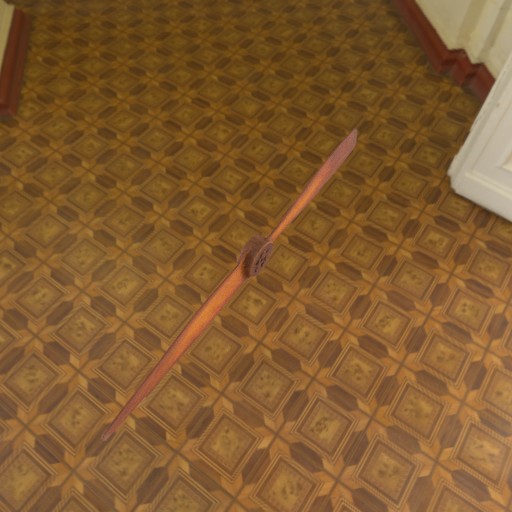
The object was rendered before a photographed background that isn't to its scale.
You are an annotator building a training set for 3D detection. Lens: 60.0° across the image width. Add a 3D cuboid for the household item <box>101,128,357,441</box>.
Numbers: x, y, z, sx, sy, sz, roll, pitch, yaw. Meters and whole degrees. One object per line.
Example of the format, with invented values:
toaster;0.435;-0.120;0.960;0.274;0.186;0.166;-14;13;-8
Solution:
household item;0.000;0.000;1.240;0.051;0.121;1.181;31;63;18
